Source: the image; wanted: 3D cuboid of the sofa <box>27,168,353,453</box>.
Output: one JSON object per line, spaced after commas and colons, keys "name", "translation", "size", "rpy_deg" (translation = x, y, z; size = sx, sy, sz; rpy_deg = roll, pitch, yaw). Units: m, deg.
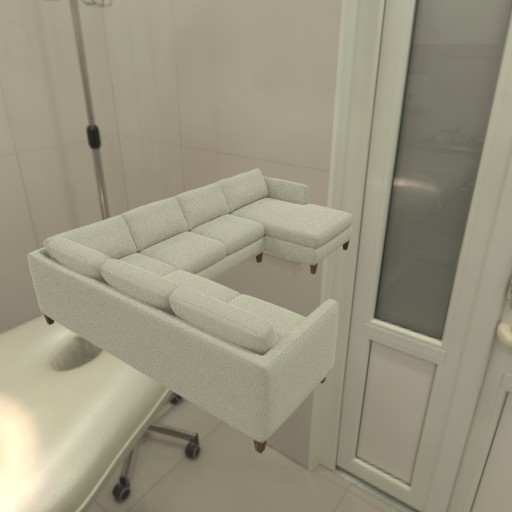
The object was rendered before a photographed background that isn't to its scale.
{"name": "sofa", "translation": [0.000, 0.000, 4.369], "size": [2.551, 0.853, 3.238], "rpy_deg": [18, 31, 32]}
